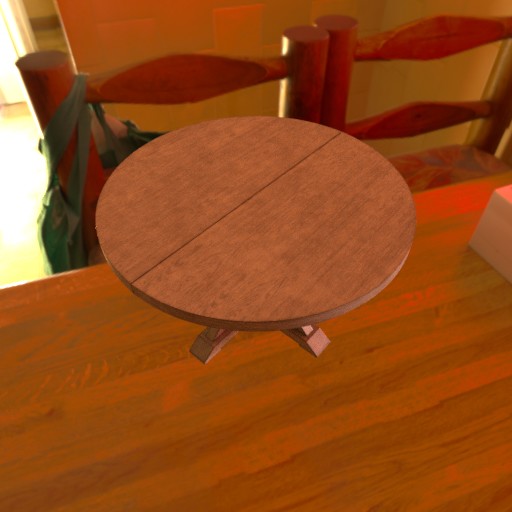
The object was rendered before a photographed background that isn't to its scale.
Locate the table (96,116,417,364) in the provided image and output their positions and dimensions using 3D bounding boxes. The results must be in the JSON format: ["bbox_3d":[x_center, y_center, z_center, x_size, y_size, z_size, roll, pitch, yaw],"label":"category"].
[{"bbox_3d":[0.000,0.000,2.215,1.363,0.781,1.363,0,46,0],"label":"table"}]
